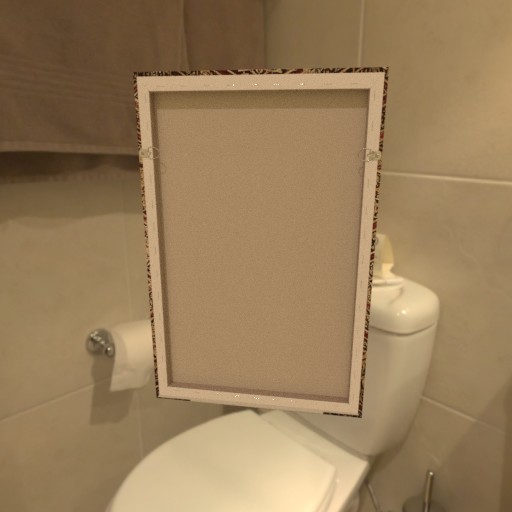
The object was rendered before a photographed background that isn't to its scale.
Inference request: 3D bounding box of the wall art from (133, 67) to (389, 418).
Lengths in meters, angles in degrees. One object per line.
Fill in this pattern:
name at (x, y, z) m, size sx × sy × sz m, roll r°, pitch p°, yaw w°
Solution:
wall art at (0.000, 0.000, 0.770) m, size 0.397 × 0.599 × 0.020 m, roll 3°, pitch 16°, yaw 9°
